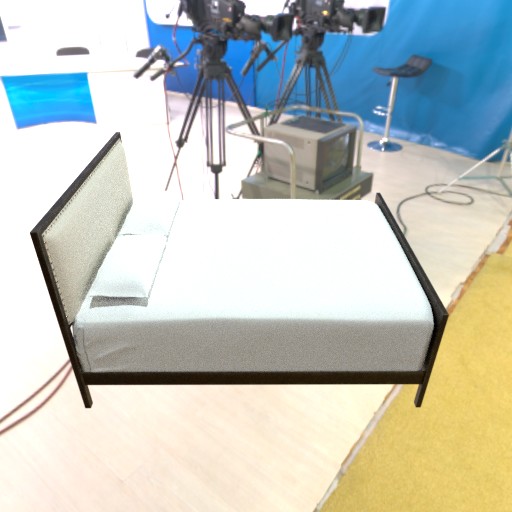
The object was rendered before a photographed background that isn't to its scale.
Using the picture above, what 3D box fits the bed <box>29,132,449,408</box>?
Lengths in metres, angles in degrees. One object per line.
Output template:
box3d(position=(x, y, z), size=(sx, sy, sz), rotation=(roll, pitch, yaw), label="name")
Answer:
box3d(position=(0.000, 0.000, 3.197), size=(2.221, 1.313, 1.607), rotation=(0, 33, 0), label="bed")
